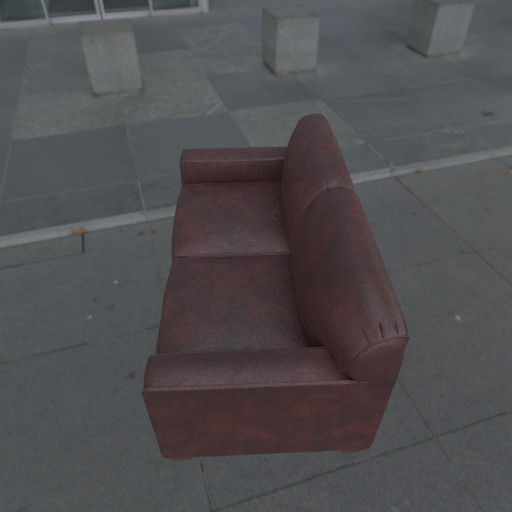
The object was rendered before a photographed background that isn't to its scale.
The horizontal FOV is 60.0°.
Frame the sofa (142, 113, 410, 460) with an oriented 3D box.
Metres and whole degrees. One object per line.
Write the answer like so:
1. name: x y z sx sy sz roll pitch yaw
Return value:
1. sofa: 0.000 0.000 2.420 1.000 0.966 1.856 -2 42 -2
